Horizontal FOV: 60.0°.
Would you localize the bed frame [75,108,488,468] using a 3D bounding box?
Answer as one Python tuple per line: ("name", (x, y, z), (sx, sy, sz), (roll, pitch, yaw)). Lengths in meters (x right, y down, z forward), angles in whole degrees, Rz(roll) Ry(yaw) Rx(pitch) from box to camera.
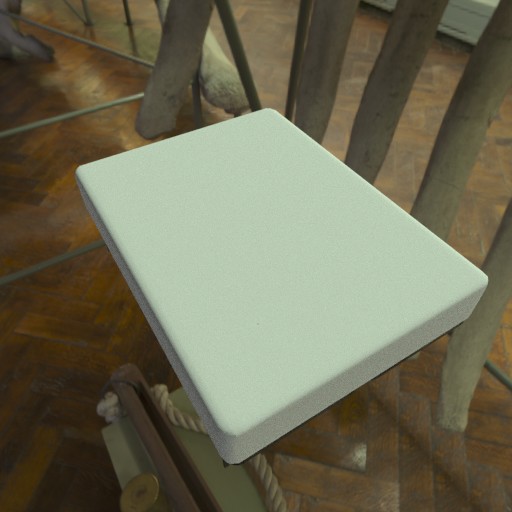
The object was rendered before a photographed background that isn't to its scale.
("bed frame", (0.000, 0.000, 2.743), (1.528, 0.677, 2.037), (-24, 51, -21))
